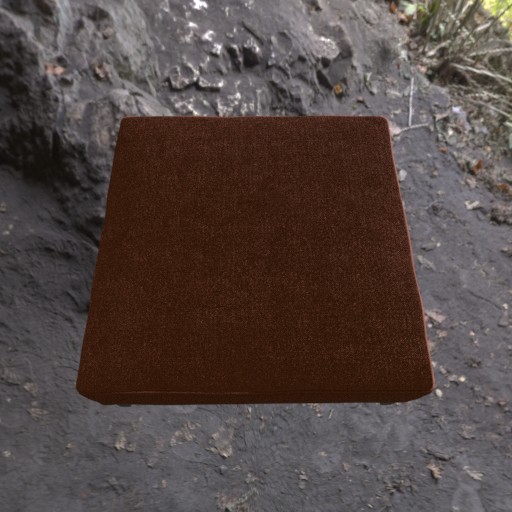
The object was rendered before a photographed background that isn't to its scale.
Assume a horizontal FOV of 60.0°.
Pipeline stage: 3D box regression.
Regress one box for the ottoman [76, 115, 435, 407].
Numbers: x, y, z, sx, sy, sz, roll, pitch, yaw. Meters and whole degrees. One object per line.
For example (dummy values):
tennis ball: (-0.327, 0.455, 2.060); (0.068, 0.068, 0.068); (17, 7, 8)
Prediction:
ottoman: (0.000, 0.000, 1.560); (0.999, 0.438, 0.997); (0, 64, 0)
